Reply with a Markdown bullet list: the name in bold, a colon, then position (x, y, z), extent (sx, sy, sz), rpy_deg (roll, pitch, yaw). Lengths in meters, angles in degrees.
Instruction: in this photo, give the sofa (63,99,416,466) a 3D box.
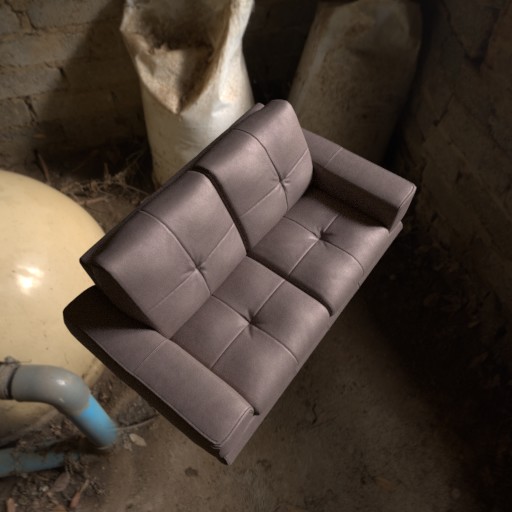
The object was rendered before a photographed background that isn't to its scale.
- **sofa**: position (0.000, 0.000, 2.378), extent (1.018, 0.907, 1.806), rpy_deg (33, 64, 19)
